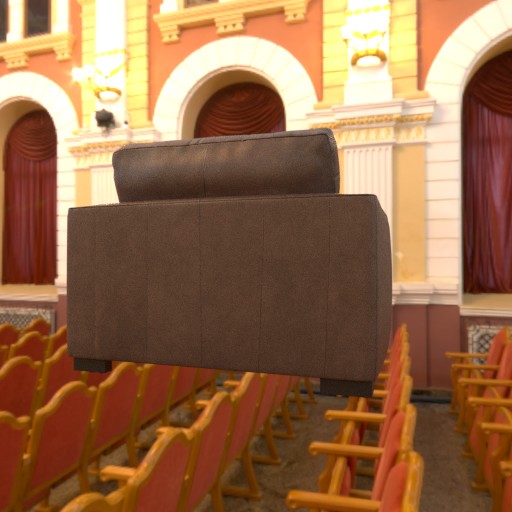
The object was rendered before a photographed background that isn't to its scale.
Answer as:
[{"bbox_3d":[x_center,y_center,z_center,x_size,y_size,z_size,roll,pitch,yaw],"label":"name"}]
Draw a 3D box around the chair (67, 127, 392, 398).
[{"bbox_3d":[0.000,0.000,1.875,1.100,0.812,1.069,0,-1,18],"label":"chair"}]
